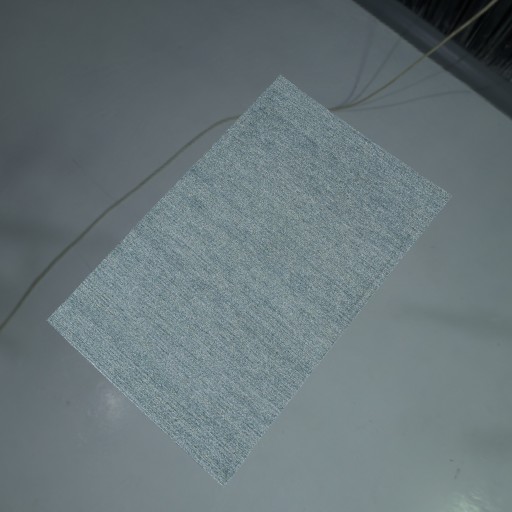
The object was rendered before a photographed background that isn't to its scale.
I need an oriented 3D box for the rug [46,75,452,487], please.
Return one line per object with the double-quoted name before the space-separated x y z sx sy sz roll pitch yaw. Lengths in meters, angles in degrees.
"rug" 0.000 0.000 2.277 1.174 0.022 1.853 39 79 9
